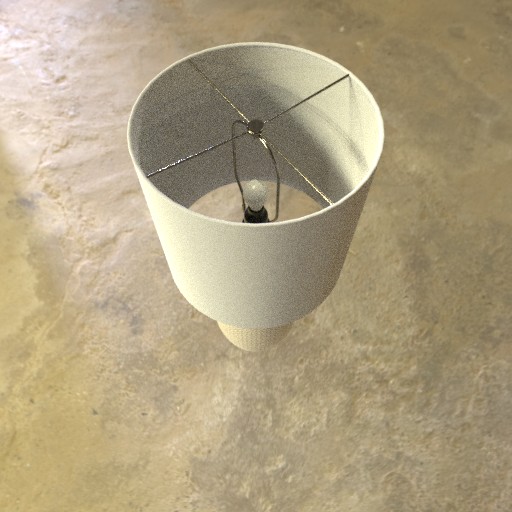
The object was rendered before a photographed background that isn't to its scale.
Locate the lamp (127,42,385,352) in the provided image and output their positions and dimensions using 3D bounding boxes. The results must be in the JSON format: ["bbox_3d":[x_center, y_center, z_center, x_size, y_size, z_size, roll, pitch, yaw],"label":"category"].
[{"bbox_3d":[0.000,0.000,0.571,0.217,0.453,0.217,-32,64,-17],"label":"lamp"}]
